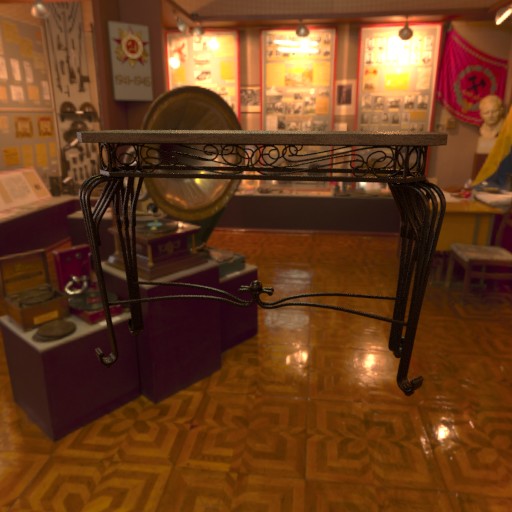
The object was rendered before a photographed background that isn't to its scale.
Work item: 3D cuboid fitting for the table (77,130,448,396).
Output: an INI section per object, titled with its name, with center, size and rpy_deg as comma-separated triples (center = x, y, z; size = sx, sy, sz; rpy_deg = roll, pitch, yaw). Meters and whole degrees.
[table]
center = 0.000, 0.000, 1.483
size = 1.112, 0.800, 0.329
rpy_deg = 3, 18, 9
